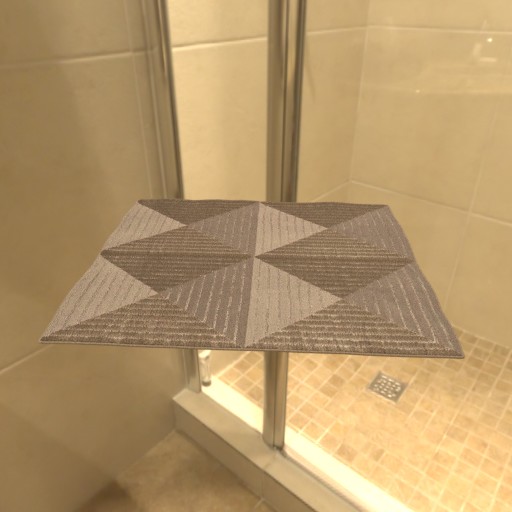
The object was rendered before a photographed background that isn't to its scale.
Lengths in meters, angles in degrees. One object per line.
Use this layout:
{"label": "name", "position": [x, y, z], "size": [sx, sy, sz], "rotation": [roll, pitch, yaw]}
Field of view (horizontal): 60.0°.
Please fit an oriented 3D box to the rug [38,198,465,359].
{"label": "rug", "position": [0.000, 0.000, 0.890], "size": [0.642, 0.008, 0.551], "rotation": [2, 31, 3]}
